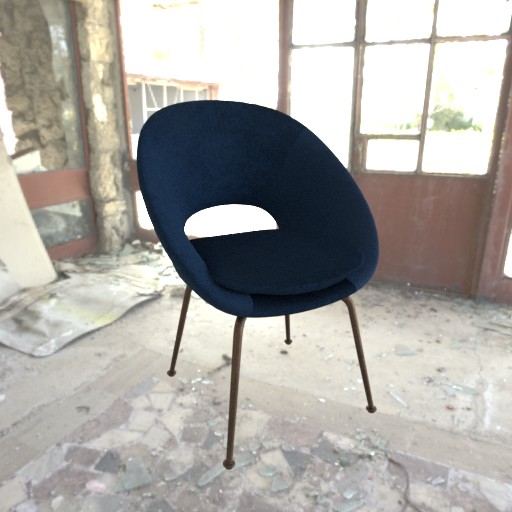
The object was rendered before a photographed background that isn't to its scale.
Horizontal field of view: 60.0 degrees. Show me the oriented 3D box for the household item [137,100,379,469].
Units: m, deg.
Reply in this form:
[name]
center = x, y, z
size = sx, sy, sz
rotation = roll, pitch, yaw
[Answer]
[household item]
center = 0.000, 0.000, 1.261
size = 0.623, 0.852, 0.573
rotation = -9, 20, -27
